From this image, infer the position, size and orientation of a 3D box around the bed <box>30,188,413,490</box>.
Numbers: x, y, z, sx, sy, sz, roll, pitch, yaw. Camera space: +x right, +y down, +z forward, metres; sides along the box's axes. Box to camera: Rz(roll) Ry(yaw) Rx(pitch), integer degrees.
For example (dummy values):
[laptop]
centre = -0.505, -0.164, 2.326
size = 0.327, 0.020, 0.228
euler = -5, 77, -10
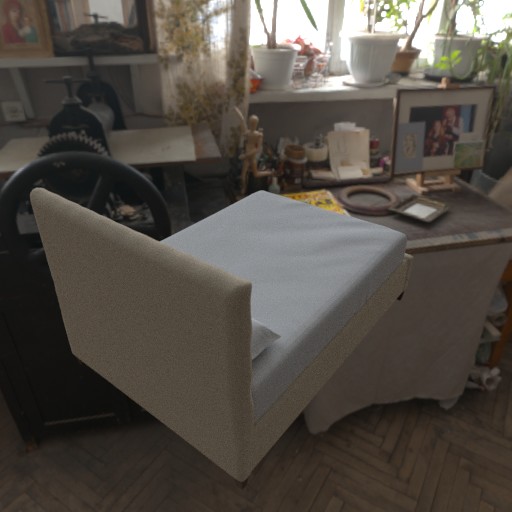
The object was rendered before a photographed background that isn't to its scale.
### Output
[bed]
centre = 0.000, 0.000, 3.395
size = 1.698, 1.427, 2.387
euler = 22, 38, 32
